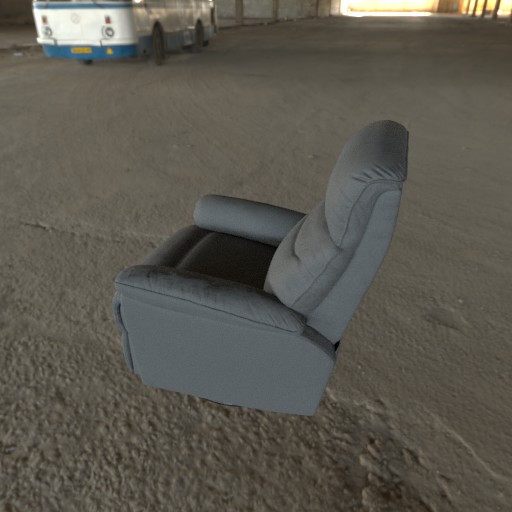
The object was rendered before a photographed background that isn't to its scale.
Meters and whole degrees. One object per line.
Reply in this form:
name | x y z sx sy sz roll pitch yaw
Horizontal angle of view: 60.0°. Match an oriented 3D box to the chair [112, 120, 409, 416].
chair | 0.000 0.000 1.757 1.004 1.037 0.820 9 31 15
